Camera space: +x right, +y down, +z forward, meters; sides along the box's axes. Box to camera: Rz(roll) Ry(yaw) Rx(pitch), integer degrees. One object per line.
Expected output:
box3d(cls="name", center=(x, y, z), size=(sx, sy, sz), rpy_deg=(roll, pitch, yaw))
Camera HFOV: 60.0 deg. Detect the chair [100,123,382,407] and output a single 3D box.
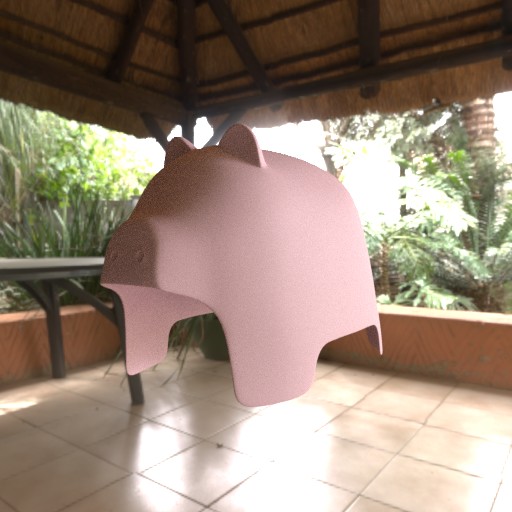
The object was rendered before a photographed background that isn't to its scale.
box3d(cls="chair", center=(0.000, 0.000, 0.856), size=(0.364, 0.423, 0.619), rpy_deg=(1, 2, 36))
